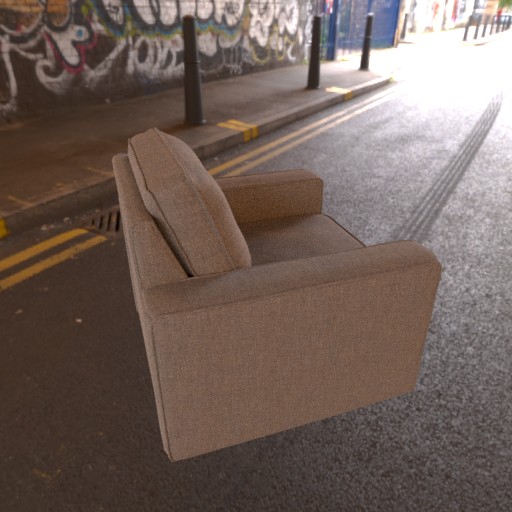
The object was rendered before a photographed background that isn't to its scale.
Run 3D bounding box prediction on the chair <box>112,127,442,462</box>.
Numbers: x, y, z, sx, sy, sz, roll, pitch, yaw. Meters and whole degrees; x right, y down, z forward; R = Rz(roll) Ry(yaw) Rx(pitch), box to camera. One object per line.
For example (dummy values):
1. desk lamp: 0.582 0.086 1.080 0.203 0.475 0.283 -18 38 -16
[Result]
1. chair: 0.000 0.000 1.724 0.940 0.914 1.016 -10 30 -17
